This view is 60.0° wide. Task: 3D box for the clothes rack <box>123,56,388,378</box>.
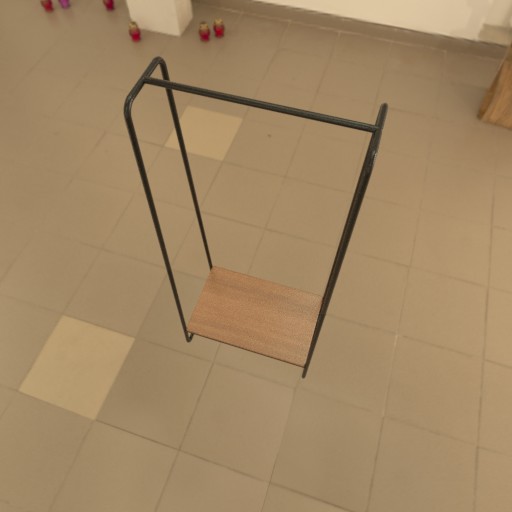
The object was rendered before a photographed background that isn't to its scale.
[{"bbox_3d":[0.000,0.000,1.747,0.640,1.500,0.400,15,60,9],"label":"clothes rack"}]
